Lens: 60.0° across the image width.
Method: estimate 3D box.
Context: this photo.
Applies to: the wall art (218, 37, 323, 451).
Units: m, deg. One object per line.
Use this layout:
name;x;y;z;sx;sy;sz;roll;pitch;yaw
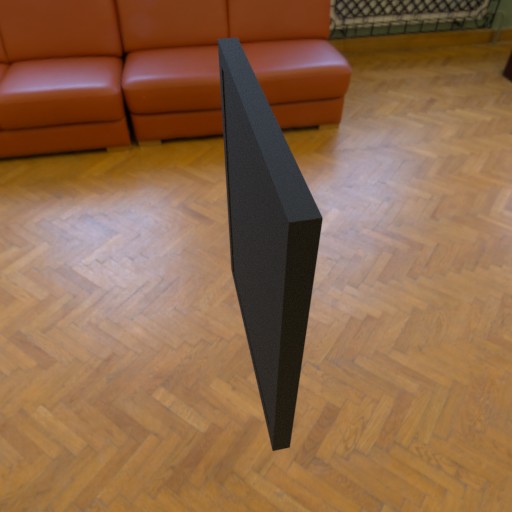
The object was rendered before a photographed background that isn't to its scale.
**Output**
wall art;0.000;0.000;0.767;0.033;0.559;0.457;-8;47;-8
